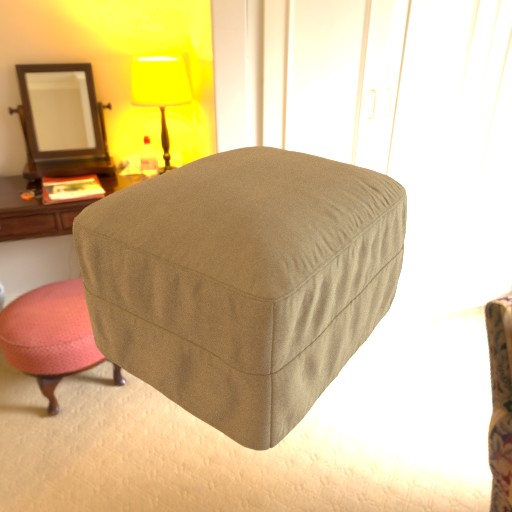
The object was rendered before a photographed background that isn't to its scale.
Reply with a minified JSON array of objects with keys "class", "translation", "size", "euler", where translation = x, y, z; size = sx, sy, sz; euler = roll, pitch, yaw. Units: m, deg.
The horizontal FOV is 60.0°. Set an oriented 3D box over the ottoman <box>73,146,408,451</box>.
[{"class":"ottoman","translation":[0.000,0.000,1.131],"size":[0.584,0.480,0.712],"euler":[18,32,32]}]
